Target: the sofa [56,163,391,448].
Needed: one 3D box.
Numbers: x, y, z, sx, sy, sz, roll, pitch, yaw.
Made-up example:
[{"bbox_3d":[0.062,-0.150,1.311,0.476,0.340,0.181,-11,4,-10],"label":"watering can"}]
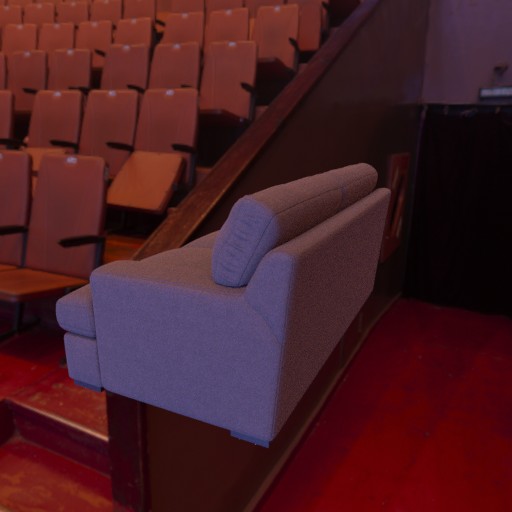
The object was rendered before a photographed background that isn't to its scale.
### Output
[{"bbox_3d":[0.000,0.000,2.481,1.140,0.950,1.869,8,18,25],"label":"sofa"}]
